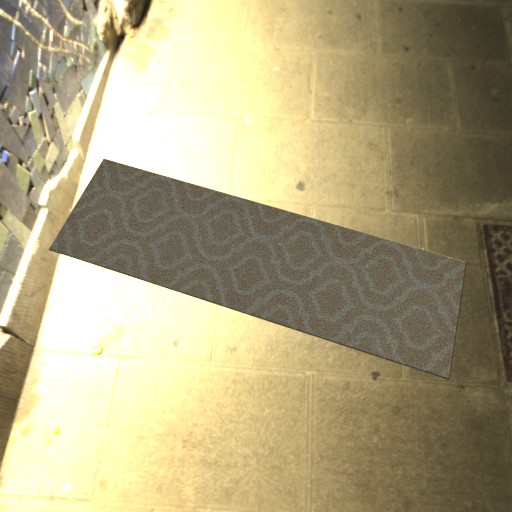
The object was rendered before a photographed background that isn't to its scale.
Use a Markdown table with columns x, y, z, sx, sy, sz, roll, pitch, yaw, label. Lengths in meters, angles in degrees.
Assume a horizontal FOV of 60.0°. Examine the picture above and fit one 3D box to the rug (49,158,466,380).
| x | y | z | sx | sy | sz | roll | pitch | yaw | label |
| --- | --- | --- | --- | --- | --- | --- | --- | --- | --- |
| 0.000 | 0.000 | 2.533 | 2.289 | 0.013 | 0.691 | 17 | 65 | 8 | rug |
